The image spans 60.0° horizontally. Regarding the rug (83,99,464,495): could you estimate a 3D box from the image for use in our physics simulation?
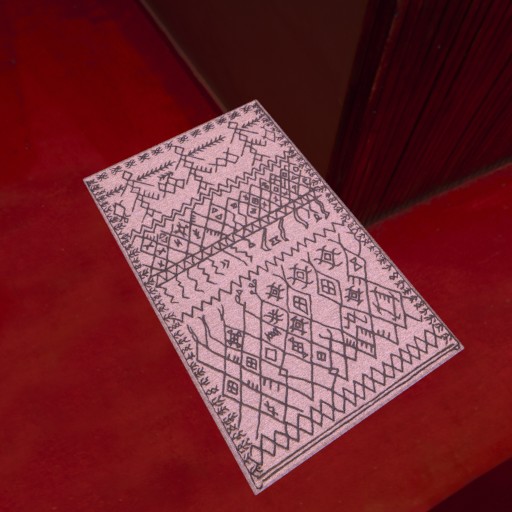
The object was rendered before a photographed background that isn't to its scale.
[{"bbox_3d":[0.000,0.000,3.029,1.526,0.012,2.444,-29,67,-13],"label":"rug"}]
